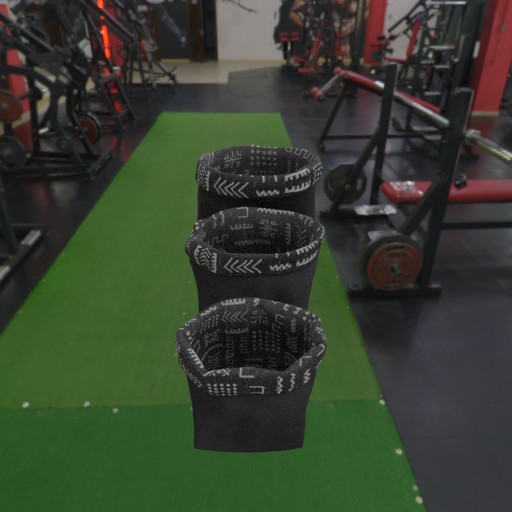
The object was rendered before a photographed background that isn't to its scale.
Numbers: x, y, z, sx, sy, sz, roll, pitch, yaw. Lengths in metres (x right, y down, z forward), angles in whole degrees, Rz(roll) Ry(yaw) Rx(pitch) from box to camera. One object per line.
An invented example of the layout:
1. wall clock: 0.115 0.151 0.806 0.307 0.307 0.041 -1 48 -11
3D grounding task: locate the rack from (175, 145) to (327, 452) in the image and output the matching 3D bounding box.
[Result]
1. rack: 0.000 0.000 1.094 0.379 0.323 0.905 0 30 1
